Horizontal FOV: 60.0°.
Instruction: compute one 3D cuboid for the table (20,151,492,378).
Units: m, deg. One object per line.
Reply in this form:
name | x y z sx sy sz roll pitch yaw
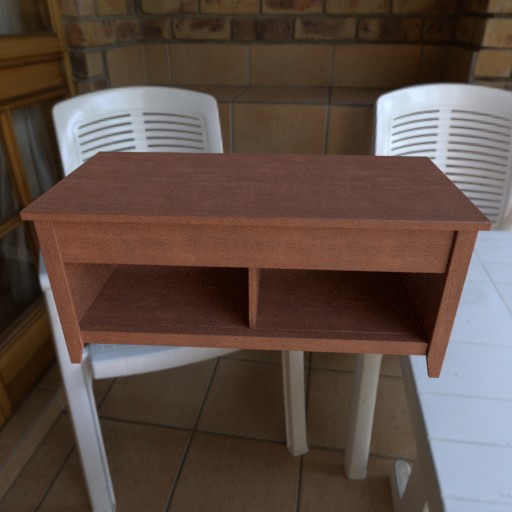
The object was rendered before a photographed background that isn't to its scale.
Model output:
table | 0.000 0.000 1.270 1.016 0.457 0.483 2 29 3
